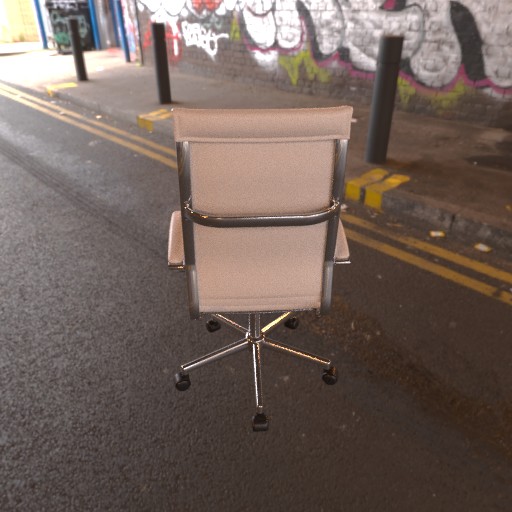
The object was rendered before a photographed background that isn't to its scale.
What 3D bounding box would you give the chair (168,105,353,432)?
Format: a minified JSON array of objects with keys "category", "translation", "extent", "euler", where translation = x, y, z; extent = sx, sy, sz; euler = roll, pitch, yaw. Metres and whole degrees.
[{"category":"chair","translation":[0.000,0.000,1.586],"extent":[0.679,1.149,0.679],"euler":[-2,30,-3]}]
